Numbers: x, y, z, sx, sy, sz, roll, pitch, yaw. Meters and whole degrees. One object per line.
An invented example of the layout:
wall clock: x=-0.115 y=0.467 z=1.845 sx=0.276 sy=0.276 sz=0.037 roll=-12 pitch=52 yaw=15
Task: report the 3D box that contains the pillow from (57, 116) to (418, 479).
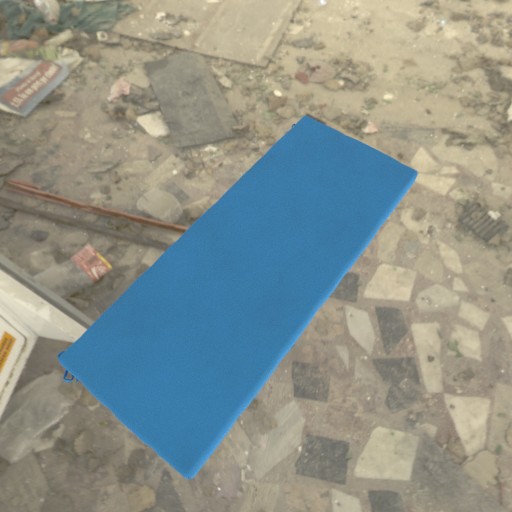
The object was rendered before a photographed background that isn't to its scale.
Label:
pillow: x=0.000 y=0.000 z=1.323 sx=0.492 sy=0.081 sz=1.187 roll=33 pitch=64 yaw=18
